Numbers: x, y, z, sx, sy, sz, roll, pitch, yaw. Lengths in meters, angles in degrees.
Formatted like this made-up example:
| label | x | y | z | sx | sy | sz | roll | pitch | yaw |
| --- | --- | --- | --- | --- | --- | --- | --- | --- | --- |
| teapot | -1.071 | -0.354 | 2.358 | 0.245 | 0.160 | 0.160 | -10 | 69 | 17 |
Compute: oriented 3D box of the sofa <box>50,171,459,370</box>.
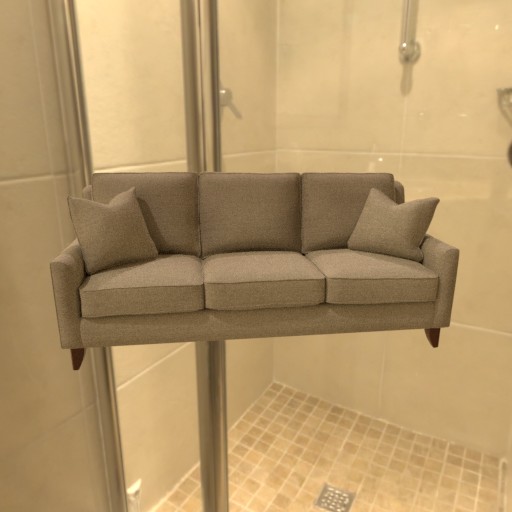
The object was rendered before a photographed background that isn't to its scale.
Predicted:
| label | x | y | z | sx | sy | sz | roll | pitch | yaw |
| --- | --- | --- | --- | --- | --- | --- | --- | --- | --- |
| sofa | 0.000 | 0.000 | 2.540 | 2.031 | 0.914 | 0.865 | -2 | 17 | -7 |
